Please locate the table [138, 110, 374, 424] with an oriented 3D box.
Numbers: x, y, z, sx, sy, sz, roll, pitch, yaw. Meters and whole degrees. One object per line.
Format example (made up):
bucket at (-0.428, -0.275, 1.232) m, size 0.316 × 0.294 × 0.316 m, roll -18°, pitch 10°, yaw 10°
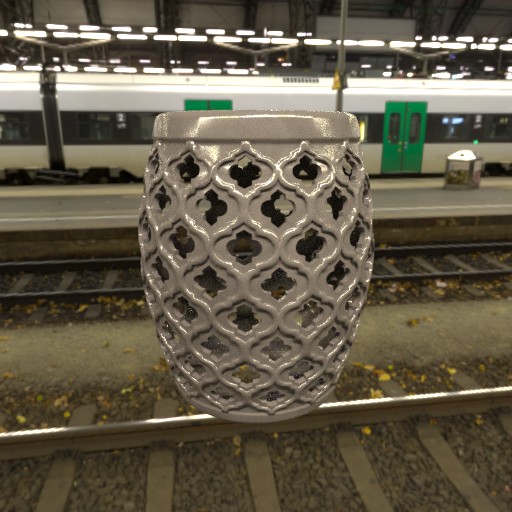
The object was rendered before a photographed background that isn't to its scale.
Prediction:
table at (0.000, 0.000, 0.636) m, size 0.325 × 0.388 × 0.325 m, roll 0°, pitch 16°, yaw 0°
